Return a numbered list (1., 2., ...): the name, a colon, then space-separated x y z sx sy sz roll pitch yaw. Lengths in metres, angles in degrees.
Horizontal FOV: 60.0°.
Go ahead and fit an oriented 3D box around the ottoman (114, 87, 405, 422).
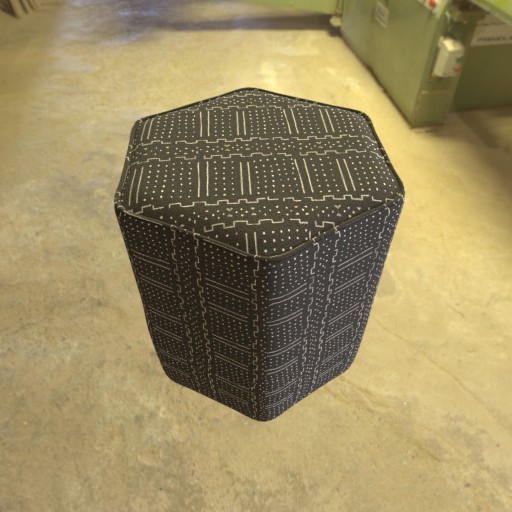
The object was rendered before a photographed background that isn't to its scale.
1. ottoman: 0.000 0.000 0.898 0.443 0.502 0.494 -3 46 -3
